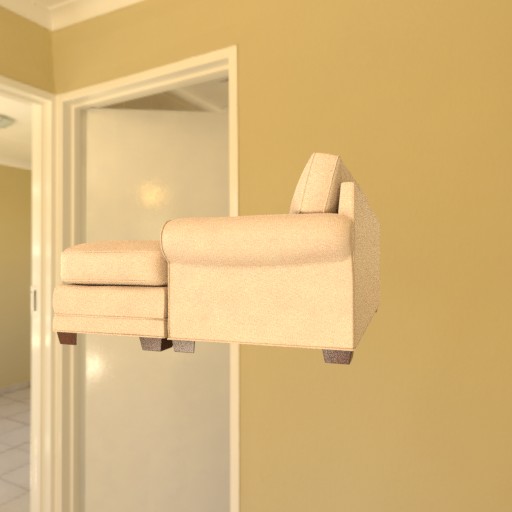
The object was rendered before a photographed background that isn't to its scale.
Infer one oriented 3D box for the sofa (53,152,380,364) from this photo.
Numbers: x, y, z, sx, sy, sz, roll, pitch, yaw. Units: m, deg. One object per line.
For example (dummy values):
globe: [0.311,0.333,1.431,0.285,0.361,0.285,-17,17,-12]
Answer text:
sofa: [0.000,0.000,2.417,1.226,0.734,1.770,0,0,18]
